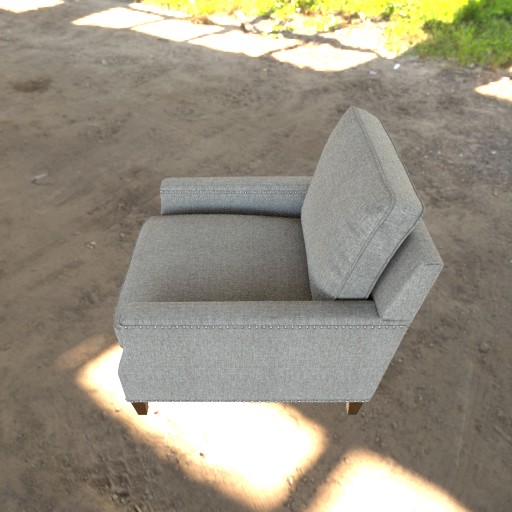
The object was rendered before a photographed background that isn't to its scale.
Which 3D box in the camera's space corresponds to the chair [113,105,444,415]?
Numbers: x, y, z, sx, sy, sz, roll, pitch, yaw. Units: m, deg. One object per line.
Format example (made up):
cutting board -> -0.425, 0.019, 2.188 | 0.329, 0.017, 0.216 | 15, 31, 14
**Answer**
chair -> 0.000, 0.000, 1.715 | 1.014, 0.943, 0.853 | 0, 41, 0
